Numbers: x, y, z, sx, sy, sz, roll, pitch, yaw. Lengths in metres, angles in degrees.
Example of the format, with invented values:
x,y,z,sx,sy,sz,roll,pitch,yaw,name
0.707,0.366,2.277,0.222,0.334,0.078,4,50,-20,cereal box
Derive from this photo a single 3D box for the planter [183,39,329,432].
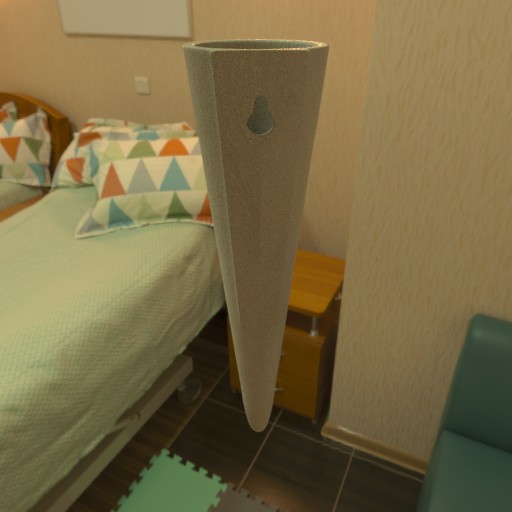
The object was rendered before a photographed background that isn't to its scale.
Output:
x,y,z,sx,sy,sz,roll,pitch,yaw,name
0.000,0.000,0.221,0.057,0.191,0.064,-1,29,-3,planter
